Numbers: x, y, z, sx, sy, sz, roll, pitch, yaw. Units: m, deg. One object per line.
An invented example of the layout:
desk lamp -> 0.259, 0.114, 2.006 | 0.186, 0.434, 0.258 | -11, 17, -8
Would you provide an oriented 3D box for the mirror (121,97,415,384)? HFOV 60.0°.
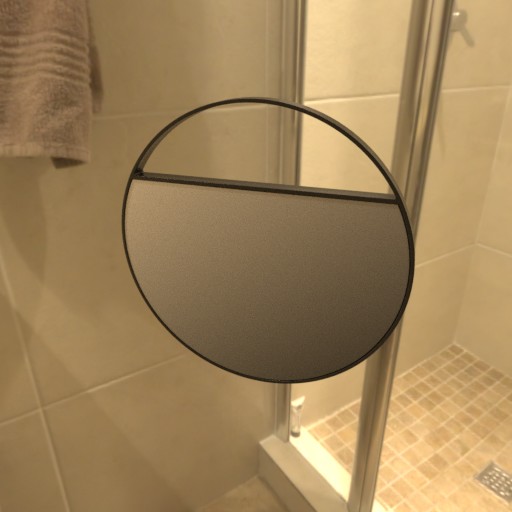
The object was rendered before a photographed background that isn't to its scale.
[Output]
mirror -> 0.000, 0.000, 0.837 | 0.565, 0.565, 0.032 | 8, 26, 17
